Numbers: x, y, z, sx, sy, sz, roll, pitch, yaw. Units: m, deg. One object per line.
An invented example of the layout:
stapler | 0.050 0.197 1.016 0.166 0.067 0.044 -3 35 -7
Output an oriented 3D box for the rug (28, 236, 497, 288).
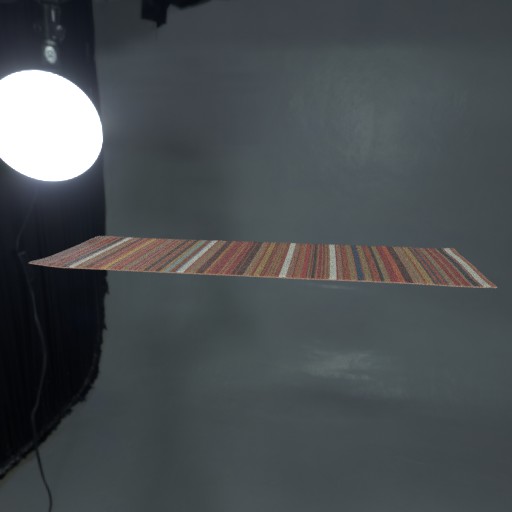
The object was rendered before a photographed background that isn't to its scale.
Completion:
rug | 0.000 0.000 2.656 2.444 0.030 0.799 2 15 9
